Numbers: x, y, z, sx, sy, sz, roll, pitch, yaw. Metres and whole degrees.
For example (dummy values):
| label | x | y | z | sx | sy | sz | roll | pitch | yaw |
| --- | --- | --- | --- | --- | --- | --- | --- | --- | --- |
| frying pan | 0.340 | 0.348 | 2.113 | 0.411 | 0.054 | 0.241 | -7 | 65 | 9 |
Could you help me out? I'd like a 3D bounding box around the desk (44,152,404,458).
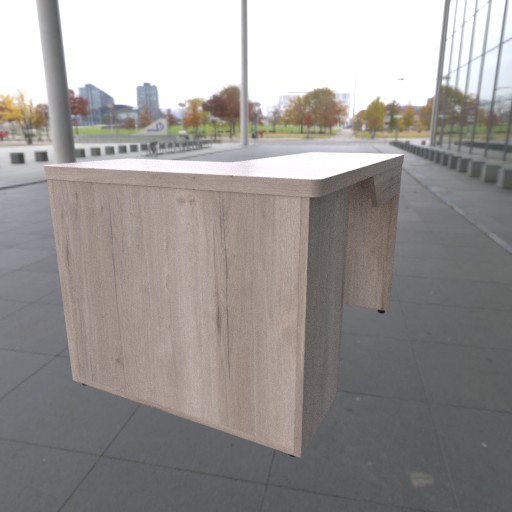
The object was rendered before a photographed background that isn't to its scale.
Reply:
| label | x | y | z | sx | sy | sz | roll | pitch | yaw |
| --- | --- | --- | --- | --- | --- | --- | --- | --- | --- |
| desk | 0.000 | 0.000 | 1.772 | 0.900 | 0.760 | 1.169 | 8 | 18 | 26 |
